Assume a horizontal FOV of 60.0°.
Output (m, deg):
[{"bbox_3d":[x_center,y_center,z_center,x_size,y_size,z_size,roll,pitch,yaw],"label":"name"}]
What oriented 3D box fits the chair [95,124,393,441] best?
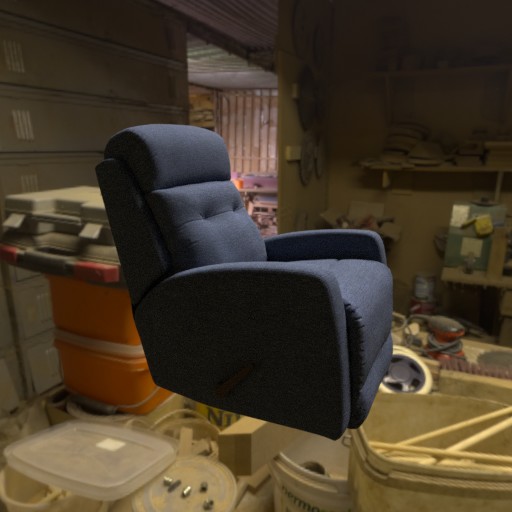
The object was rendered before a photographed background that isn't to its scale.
[{"bbox_3d":[0.000,0.000,1.754,1.043,1.013,0.798,7,16,26],"label":"chair"}]
